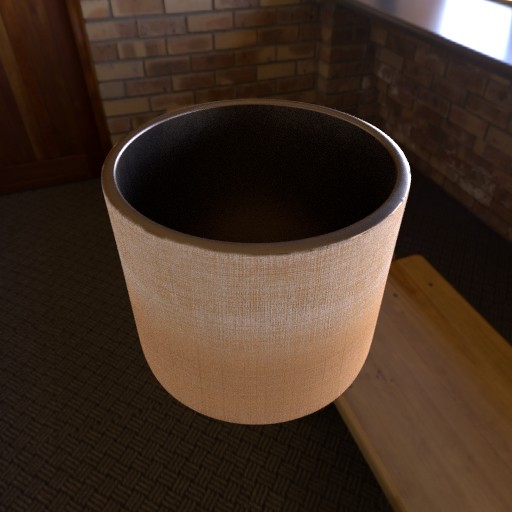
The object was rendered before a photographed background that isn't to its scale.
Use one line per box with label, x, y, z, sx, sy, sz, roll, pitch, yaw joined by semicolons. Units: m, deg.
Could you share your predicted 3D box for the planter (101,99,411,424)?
planter;0.000;0.000;0.439;0.254;0.221;0.254;0;41;0
